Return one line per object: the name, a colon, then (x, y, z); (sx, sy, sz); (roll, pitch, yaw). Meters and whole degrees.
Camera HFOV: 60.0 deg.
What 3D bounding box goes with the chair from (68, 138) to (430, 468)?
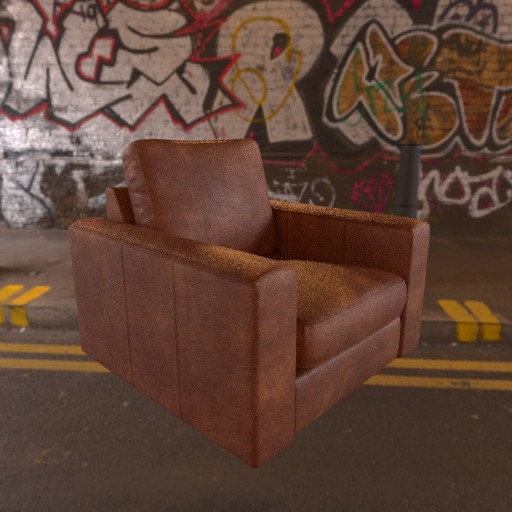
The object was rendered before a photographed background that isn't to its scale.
chair: (0.000, 0.000, 1.709); (1.016, 0.873, 1.005); (14, 20, 42)
